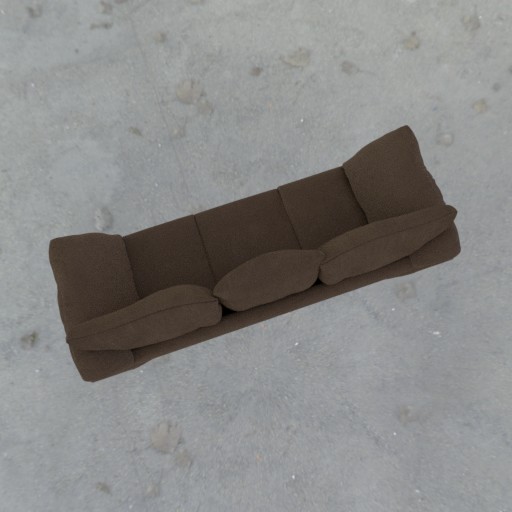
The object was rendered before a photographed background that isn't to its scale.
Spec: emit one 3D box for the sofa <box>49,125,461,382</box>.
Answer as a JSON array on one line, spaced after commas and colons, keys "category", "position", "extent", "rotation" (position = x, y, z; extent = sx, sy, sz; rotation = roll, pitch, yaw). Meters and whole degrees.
[{"category": "sofa", "position": [0.000, 0.000, 2.816], "extent": [2.336, 1.015, 0.878], "rotation": [-18, 76, -5]}]
